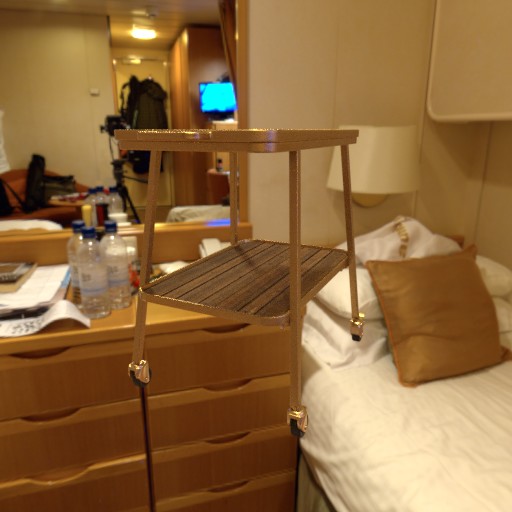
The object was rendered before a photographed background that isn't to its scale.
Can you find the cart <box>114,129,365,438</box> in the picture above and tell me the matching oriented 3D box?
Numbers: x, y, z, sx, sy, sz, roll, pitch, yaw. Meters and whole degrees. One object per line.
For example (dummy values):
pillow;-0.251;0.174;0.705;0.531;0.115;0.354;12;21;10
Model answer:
cart;0.000;0.000;1.277;0.524;0.700;0.806;8;18;25
